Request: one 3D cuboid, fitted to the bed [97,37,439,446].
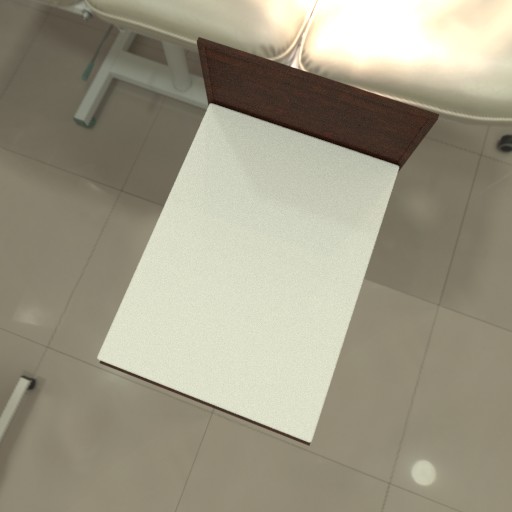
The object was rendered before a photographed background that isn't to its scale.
[{"bbox_3d":[0.000,0.000,3.174,1.600,1.270,2.184,20,77,5],"label":"bed"}]
